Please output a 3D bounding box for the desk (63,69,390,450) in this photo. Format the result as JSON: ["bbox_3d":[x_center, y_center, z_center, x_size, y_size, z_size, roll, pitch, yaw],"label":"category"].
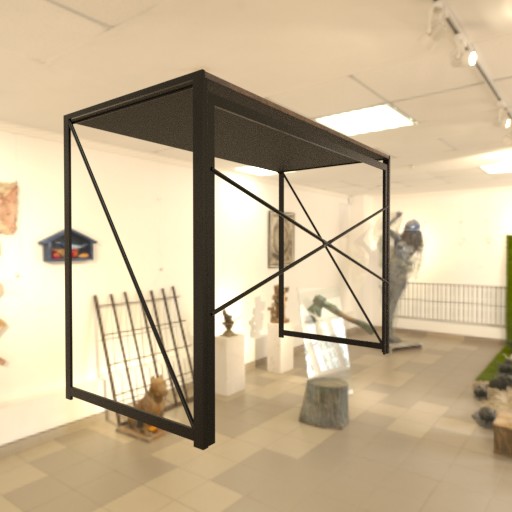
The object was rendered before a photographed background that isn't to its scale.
[{"bbox_3d":[0.000,0.000,1.425,0.505,0.747,1.015,1,1,37],"label":"desk"}]
